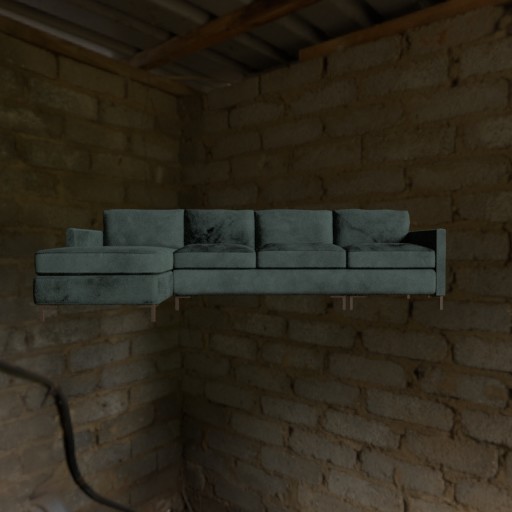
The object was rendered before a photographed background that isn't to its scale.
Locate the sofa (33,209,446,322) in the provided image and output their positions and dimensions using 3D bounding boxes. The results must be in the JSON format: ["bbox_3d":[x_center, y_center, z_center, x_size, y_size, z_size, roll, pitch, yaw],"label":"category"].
[{"bbox_3d":[0.000,0.000,4.085,3.400,0.967,1.500,0,1,-1],"label":"sofa"}]
